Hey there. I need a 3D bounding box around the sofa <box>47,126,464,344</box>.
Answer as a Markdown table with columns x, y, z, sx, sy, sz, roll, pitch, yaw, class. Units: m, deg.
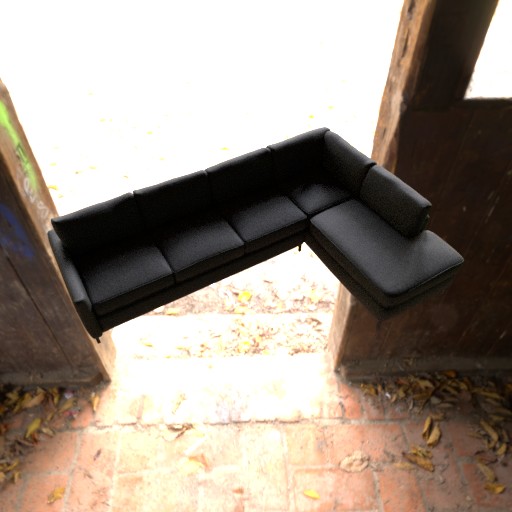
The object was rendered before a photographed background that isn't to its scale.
| x | y | z | sx | sy | sz | roll | pitch | yaw | class |
| --- | --- | --- | --- | --- | --- | --- | --- | --- | --- |
| 0.000 | 0.000 | 3.801 | 2.972 | 0.858 | 1.984 | -23 | 51 | -20 | sofa |
